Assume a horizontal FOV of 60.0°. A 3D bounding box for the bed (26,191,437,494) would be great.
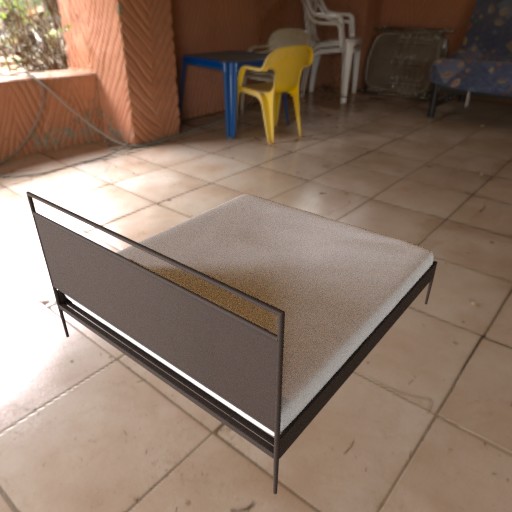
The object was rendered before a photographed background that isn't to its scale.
[{"bbox_3d":[0.000,0.000,3.263,1.993,1.173,2.151,22,37,33],"label":"bed"}]
